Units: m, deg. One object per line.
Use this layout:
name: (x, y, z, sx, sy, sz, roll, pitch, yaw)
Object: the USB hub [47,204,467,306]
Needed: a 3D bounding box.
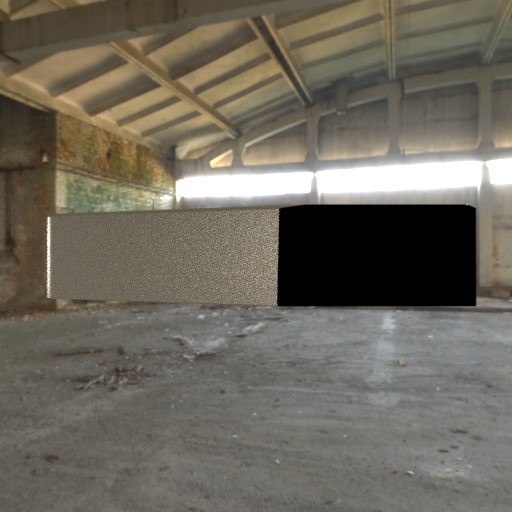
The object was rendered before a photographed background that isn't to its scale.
USB hub: (0.000, 0.000, 0.125, 0.110, 0.023, 0.044, 0, 0, 18)
